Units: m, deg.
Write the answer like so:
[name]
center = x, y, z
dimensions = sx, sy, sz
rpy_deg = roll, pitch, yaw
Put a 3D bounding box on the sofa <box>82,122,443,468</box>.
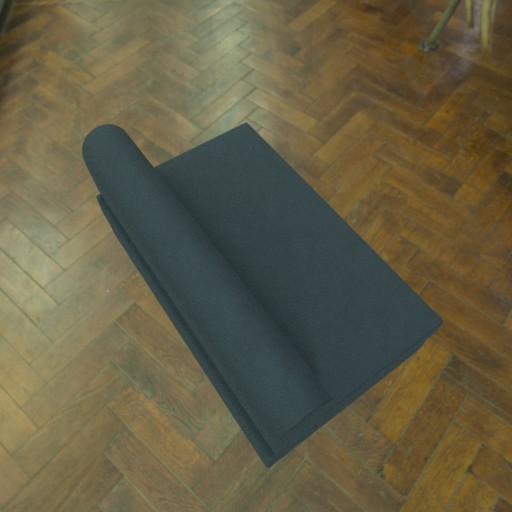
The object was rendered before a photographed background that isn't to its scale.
[sofa]
center = 0.000, 0.000, 1.681
dimensions = 0.762, 0.660, 1.219
rpy_deg = -31, 64, -17
